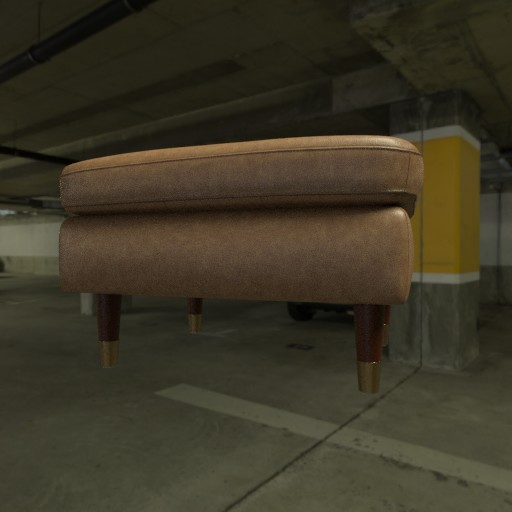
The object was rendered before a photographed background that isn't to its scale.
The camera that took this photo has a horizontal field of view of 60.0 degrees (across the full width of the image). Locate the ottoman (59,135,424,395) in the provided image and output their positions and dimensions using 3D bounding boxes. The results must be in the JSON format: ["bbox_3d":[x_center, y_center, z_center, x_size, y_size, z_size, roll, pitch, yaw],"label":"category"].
[{"bbox_3d":[0.000,0.000,1.075,0.747,0.478,0.593,0,1,19],"label":"ottoman"}]
